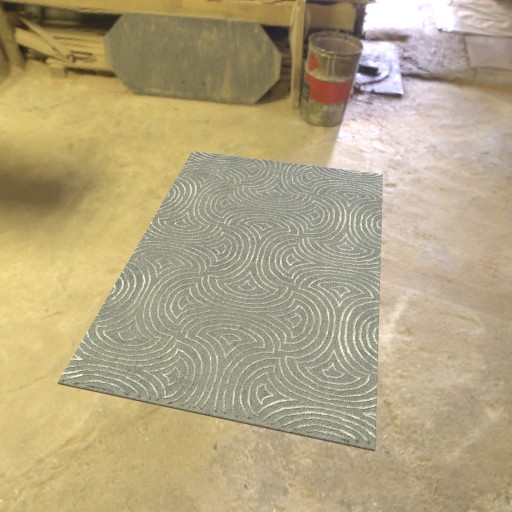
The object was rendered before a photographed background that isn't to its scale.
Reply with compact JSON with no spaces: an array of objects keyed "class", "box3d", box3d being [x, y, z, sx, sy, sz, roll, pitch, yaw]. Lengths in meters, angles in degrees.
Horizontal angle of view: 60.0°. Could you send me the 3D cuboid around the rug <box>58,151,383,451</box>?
[{"class":"rug","box3d":[0.000,0.000,2.807,1.543,0.015,2.144,9,46,9]}]
